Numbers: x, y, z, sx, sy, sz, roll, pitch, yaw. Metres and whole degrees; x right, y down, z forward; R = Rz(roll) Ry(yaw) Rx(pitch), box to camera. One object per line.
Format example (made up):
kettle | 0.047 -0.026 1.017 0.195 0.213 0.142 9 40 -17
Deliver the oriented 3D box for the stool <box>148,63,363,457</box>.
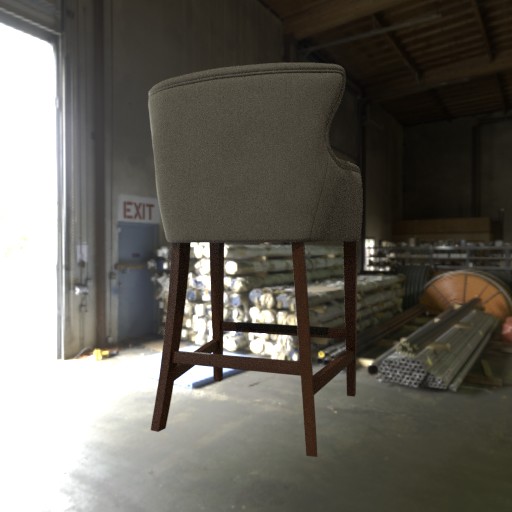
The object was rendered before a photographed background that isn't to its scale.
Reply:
stool | 0.000 0.000 1.328 0.575 0.951 0.575 0 1 20
